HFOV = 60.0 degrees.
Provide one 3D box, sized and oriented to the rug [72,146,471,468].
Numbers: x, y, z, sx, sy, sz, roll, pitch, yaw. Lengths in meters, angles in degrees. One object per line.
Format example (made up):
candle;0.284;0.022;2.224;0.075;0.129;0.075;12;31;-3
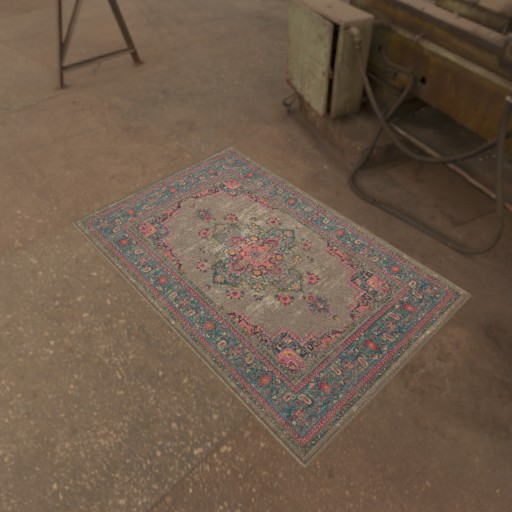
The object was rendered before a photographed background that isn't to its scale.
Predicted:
rug;0.000;0.000;2.252;1.144;0.014;1.748;-33;54;-28
